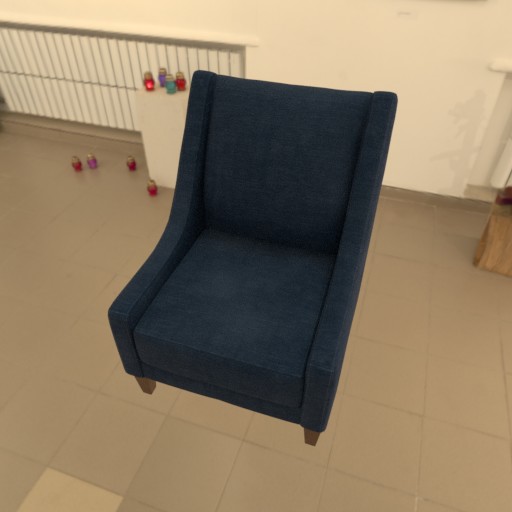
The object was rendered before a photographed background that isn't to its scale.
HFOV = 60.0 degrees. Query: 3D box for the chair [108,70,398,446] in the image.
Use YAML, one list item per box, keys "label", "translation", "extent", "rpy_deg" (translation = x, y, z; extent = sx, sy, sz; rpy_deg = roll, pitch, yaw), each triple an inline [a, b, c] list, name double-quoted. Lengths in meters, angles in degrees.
- label: "chair"
  translation: [0.000, 0.000, 1.625]
  extent: [0.774, 1.014, 0.870]
  rpy_deg: [12, 42, 14]
